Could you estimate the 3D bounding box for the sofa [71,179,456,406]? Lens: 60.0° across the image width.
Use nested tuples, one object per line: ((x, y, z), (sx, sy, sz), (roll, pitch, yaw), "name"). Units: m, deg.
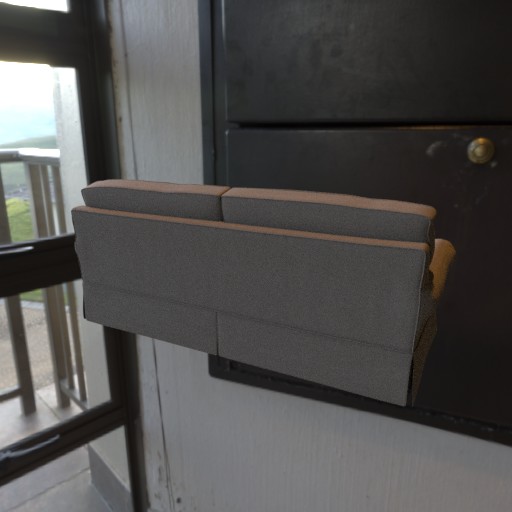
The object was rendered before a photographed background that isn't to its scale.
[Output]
((0.000, 0.000, 2.802), (2.248, 0.943, 0.991), (8, 18, 27), "sofa")
